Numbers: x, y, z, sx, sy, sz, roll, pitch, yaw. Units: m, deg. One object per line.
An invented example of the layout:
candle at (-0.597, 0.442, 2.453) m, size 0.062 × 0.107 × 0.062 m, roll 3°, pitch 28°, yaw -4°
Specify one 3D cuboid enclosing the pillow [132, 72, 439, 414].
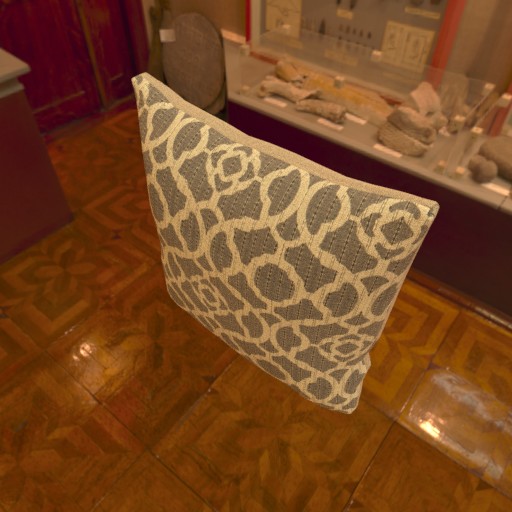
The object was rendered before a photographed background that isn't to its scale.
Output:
pillow at (0.000, 0.000, 0.766) m, size 0.508 × 0.498 × 0.215 m, roll 32°, pitch 55°, yaw 26°
